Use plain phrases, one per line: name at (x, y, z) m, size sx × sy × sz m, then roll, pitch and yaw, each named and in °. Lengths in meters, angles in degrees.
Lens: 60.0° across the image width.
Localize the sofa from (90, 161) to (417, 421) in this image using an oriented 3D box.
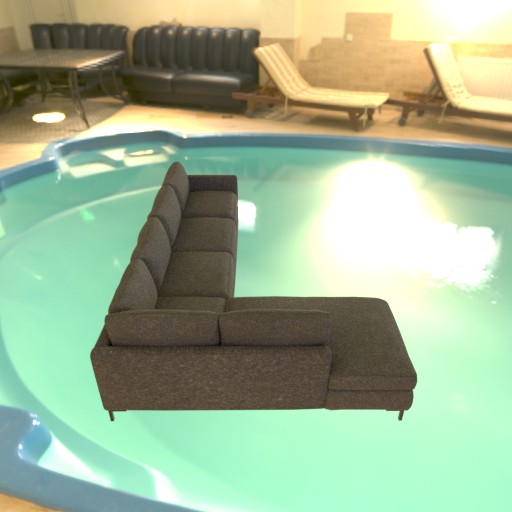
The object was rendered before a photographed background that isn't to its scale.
sofa at (0.000, 0.000, 3.957) m, size 2.007 × 0.815 × 2.949 m, roll 0°, pitch 32°, yaw 0°
